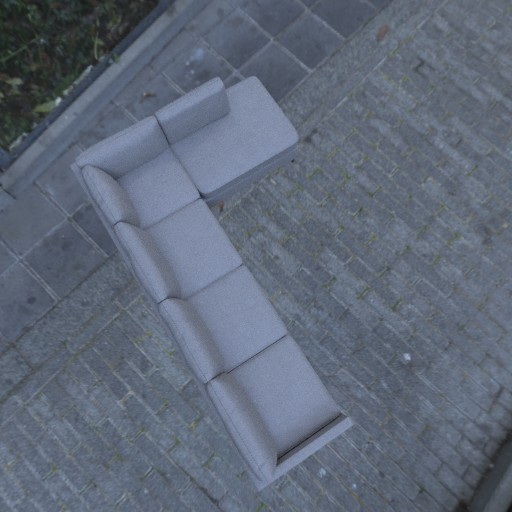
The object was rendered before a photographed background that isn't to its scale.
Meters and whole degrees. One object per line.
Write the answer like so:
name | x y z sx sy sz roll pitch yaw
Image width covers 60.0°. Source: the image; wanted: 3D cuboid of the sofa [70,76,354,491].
sofa | 0.000 0.000 4.177 2.077 0.964 3.331 -32 77 -8
